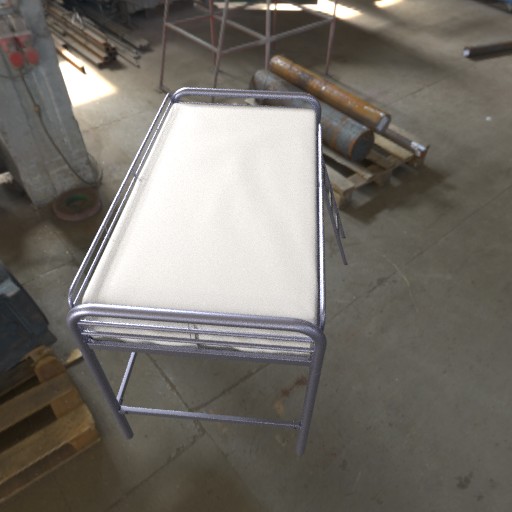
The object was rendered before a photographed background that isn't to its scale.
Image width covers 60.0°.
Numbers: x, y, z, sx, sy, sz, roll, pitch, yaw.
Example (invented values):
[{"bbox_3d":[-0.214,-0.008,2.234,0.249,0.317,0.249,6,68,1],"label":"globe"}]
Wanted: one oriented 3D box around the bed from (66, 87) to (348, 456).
[{"bbox_3d":[0.000,0.000,2.842,1.415,1.288,1.965,4,46,4],"label":"bed"}]
